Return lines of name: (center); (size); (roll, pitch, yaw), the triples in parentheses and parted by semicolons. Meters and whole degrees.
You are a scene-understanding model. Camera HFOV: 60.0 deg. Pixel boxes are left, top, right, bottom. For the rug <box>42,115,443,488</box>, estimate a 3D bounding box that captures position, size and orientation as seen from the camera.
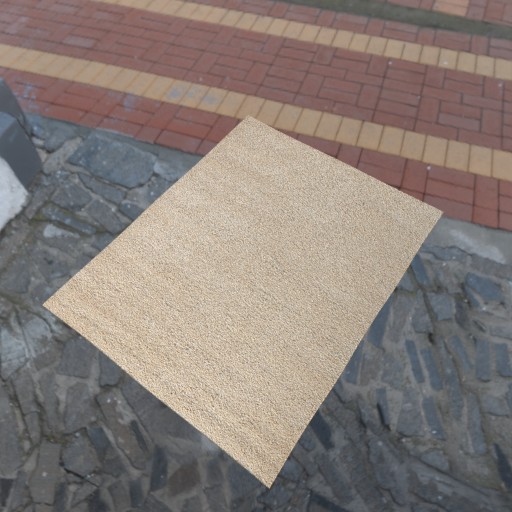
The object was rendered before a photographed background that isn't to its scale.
rug: (0.000, 0.000, 4.113); (2.400, 0.026, 3.000); (32, 63, 18)
